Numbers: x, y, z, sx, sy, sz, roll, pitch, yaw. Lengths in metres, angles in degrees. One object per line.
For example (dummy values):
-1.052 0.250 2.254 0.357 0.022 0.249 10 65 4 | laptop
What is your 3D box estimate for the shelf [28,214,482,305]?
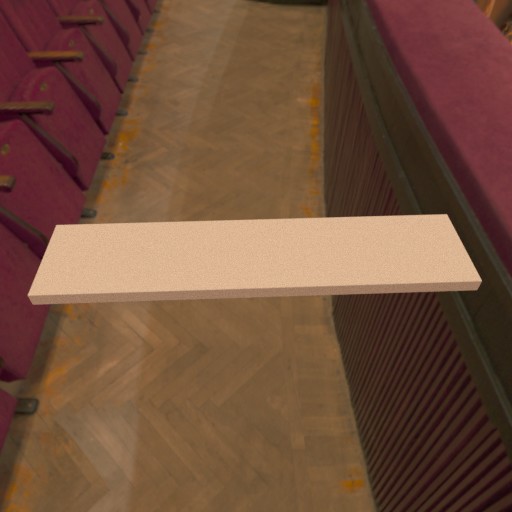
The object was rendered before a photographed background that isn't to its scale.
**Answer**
0.000 0.000 0.649 0.610 0.020 0.140 -2 46 -2 | shelf
